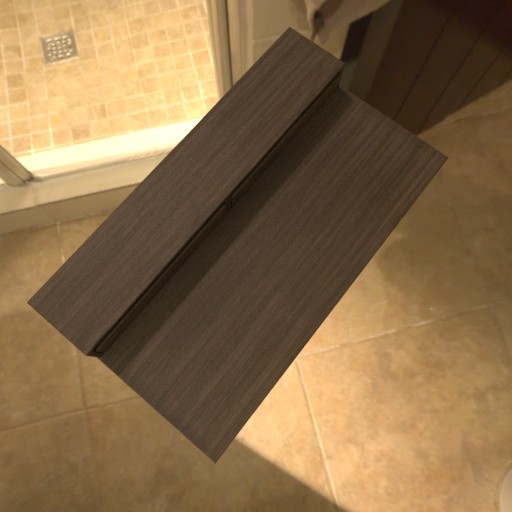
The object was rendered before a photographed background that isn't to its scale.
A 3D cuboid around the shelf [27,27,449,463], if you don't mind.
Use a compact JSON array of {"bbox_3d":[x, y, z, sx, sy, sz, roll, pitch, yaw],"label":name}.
[{"bbox_3d":[0.000,0.000,1.718,0.685,0.865,1.212,38,78,10],"label":"shelf"}]
